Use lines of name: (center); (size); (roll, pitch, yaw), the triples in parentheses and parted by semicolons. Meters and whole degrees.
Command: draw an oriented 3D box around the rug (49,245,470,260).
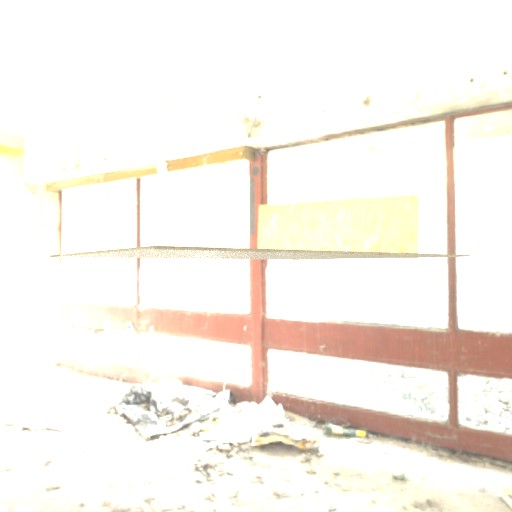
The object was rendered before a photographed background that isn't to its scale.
rug: (0.000, 0.000, 4.084); (3.038, 0.019, 2.420); (1, -2, -36)
